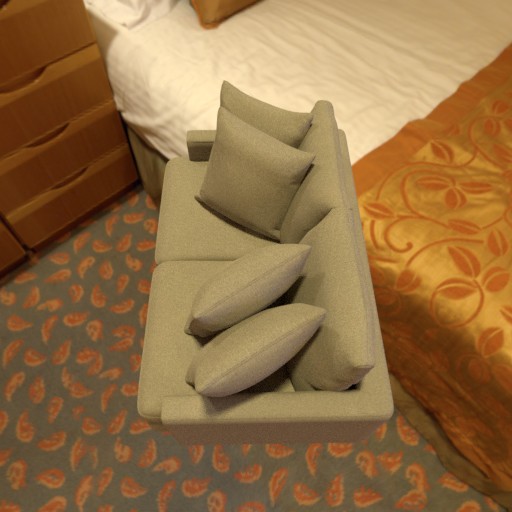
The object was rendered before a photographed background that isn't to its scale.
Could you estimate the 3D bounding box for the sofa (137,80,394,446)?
[{"bbox_3d":[0.000,0.000,2.553,1.228,1.080,1.869,-1,58,-1],"label":"sofa"}]
